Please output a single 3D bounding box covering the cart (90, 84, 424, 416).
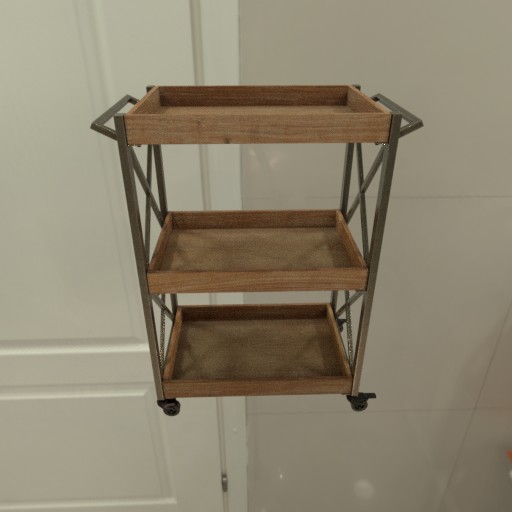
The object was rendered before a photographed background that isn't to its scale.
[{"bbox_3d":[0.000,0.000,1.221,0.673,0.835,0.377,-1,30,-2],"label":"cart"}]
